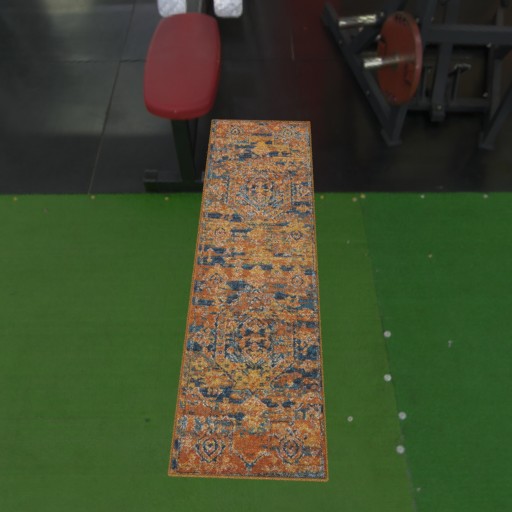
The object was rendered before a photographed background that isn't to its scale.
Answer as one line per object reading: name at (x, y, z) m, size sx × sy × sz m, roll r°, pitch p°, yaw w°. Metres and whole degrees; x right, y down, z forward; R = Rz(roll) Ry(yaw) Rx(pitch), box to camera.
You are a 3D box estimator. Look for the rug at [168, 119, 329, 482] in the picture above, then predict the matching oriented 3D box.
rug at (0.000, 0.000, 2.013) m, size 0.556 × 0.013 × 1.820 m, roll 1°, pitch 57°, yaw 1°
